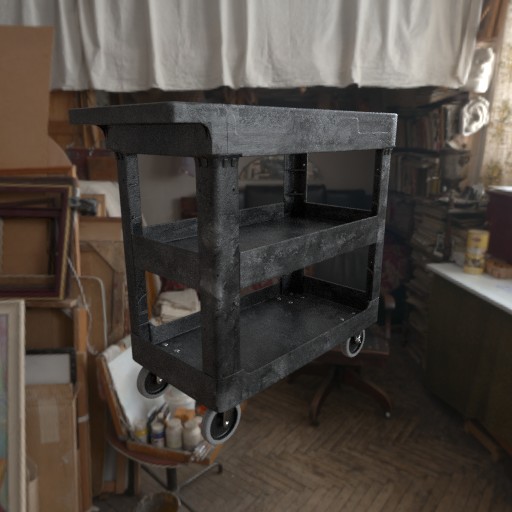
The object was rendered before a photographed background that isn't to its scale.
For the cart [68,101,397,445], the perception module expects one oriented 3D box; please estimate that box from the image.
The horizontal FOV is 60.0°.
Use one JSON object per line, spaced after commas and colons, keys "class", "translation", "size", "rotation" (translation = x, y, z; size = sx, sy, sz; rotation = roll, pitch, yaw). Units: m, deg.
{"class": "cart", "translation": [0.000, 0.000, 1.330], "size": [0.420, 0.824, 0.877], "rotation": [15, 21, 42]}
